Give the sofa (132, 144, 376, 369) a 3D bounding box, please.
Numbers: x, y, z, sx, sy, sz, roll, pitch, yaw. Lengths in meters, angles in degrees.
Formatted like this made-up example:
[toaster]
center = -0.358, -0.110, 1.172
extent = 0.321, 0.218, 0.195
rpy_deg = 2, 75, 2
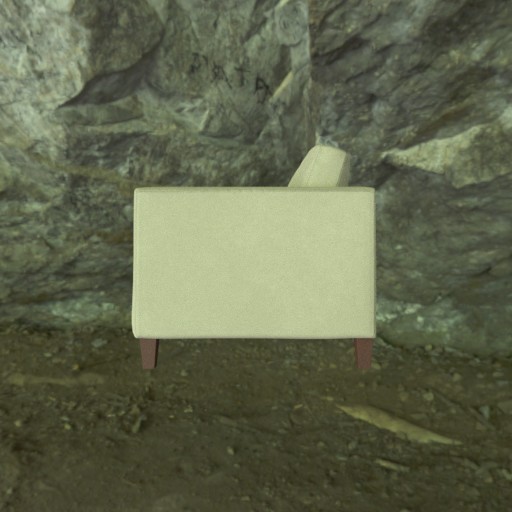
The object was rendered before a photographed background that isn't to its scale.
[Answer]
[sofa]
center = 0.000, 0.000, 2.890
extent = 0.988, 0.912, 2.404
rpy_deg = 0, -1, 0
